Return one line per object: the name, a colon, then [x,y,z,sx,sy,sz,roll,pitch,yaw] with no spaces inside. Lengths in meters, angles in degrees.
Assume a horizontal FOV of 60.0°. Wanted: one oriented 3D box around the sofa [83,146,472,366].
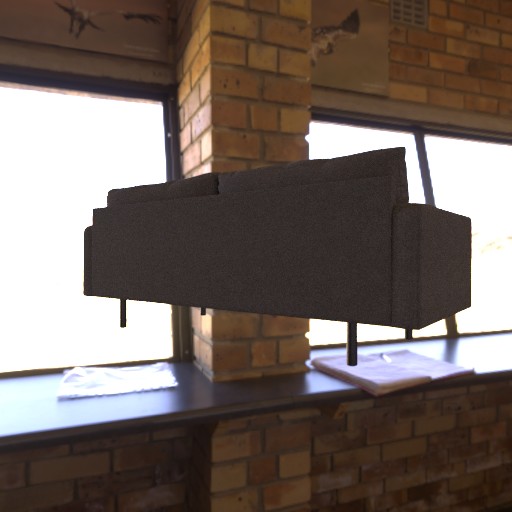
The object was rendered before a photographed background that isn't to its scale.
sofa: [0.000,0.000,2.522,2.100,0.880,0.880,0,0,37]
